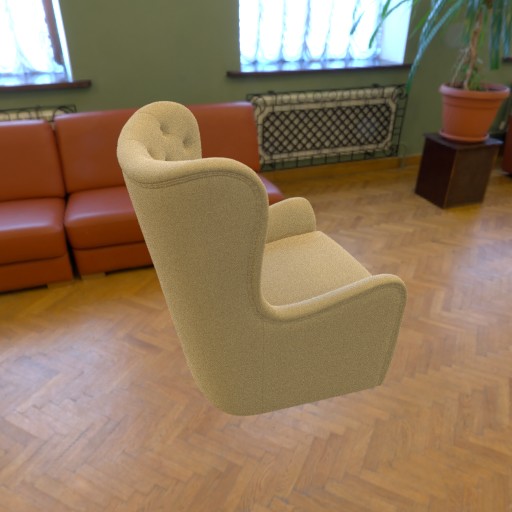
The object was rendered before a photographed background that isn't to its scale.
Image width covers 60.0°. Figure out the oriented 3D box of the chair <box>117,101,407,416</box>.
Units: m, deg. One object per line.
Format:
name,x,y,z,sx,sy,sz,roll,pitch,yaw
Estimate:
chair,0.000,0.000,1.767,0.929,1.079,0.831,-11,32,-17
